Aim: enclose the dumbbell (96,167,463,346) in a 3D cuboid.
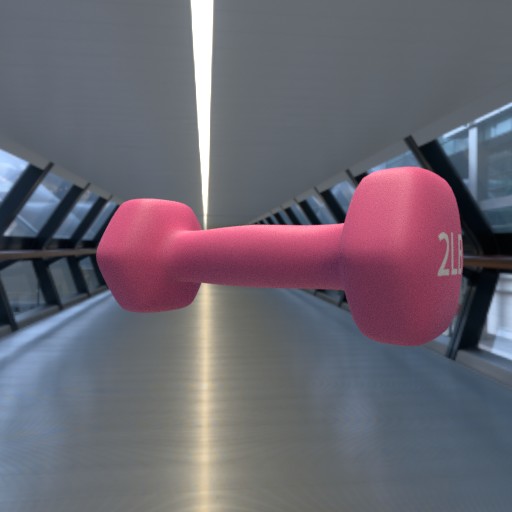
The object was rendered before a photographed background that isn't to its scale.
[{"bbox_3d":[0.000,0.000,0.174,0.146,0.053,0.058,0,0,38],"label":"dumbbell"}]
